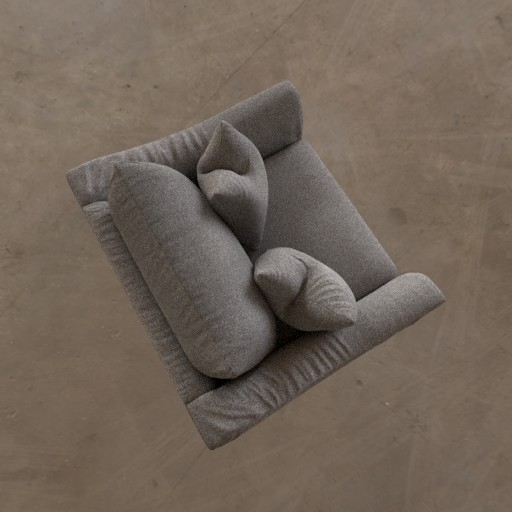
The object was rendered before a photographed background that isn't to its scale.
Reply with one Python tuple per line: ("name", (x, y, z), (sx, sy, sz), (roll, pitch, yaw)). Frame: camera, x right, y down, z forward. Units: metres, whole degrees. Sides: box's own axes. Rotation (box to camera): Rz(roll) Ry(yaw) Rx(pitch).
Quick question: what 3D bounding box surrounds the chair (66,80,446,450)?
("chair", (0.000, 0.000, 1.997), (1.071, 1.059, 1.194), (-30, 76, -8))
